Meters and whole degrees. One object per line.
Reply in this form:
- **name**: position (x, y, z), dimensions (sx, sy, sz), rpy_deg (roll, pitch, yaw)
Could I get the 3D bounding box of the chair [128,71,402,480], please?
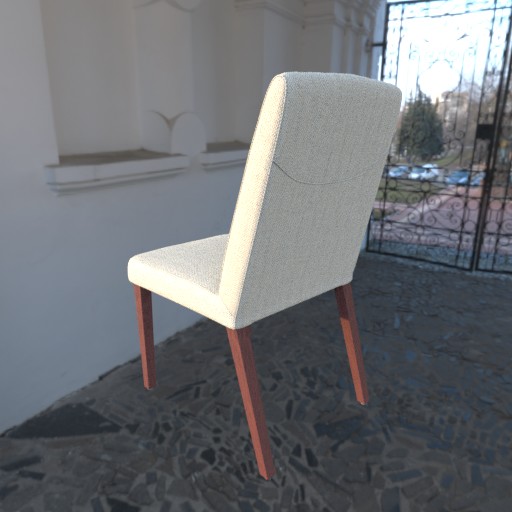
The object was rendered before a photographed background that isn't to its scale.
- **chair**: position (0.000, 0.000, 1.231), dimensions (0.480, 0.900, 0.594), rpy_deg (-16, 23, -42)
